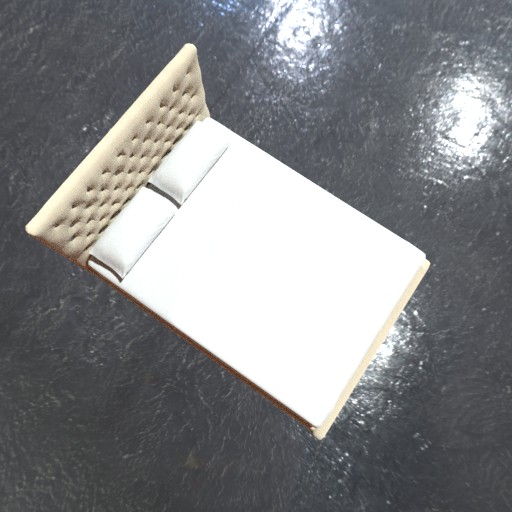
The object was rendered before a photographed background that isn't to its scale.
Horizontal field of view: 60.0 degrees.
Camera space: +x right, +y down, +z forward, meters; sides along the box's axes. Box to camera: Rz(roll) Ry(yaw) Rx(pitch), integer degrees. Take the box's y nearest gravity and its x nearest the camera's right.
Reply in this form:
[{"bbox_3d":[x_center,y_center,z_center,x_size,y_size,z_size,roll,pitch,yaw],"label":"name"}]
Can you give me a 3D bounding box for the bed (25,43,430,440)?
[{"bbox_3d":[0.000,0.000,3.414,2.387,1.427,1.698,34,78,8],"label":"bed"}]
